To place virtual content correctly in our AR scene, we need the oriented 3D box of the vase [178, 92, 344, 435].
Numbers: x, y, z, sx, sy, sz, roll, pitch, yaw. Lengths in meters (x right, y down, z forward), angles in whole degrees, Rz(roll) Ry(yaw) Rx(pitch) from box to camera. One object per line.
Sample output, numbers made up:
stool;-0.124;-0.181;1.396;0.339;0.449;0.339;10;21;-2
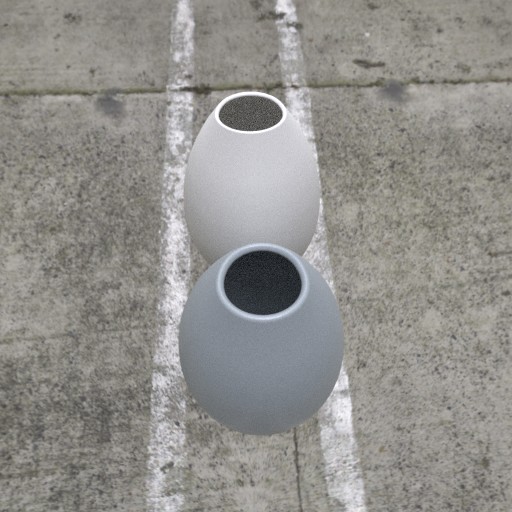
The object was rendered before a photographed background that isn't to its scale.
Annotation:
vase;0.000;0.000;0.256;0.089;0.131;0.187;-3;59;-2
